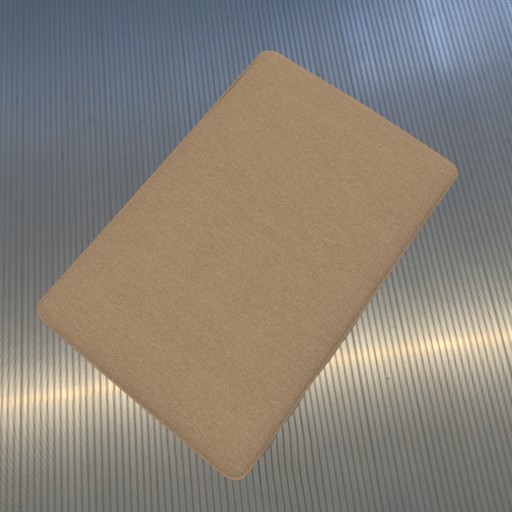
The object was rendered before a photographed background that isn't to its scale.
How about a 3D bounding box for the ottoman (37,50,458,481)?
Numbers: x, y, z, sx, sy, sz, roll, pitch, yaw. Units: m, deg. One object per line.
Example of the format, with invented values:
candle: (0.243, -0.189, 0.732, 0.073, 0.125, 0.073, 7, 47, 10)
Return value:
ottoman: (0.000, 0.000, 1.265, 0.636, 0.521, 0.945, 36, 78, 9)
